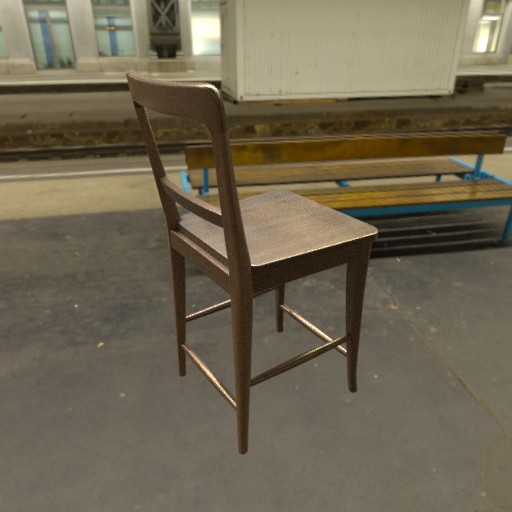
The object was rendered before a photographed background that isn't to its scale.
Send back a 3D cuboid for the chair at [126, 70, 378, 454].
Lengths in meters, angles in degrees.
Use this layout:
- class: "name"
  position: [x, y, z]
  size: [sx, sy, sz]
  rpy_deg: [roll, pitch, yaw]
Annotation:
- class: "chair"
  position: [0.000, 0.000, 1.282]
  size: [0.546, 0.991, 0.450]
  rpy_deg: [-17, 31, -30]
